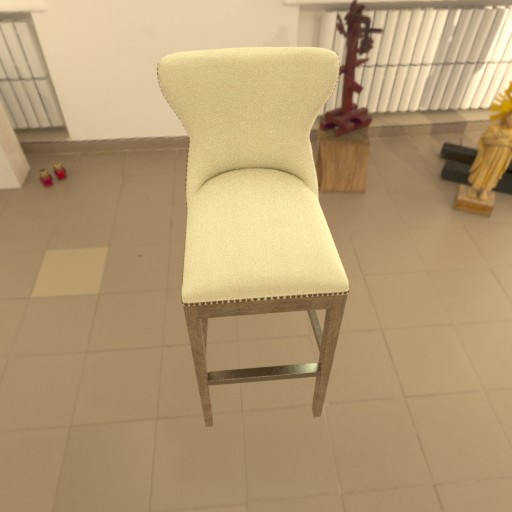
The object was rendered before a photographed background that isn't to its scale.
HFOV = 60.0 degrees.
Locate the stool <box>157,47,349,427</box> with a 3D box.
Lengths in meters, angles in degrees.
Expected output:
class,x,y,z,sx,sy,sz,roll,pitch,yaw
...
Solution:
class,x,y,z,sx,sy,sz,roll,pitch,yaw
stool,0.000,0.000,1.430,0.494,1.123,0.606,-4,46,-4
